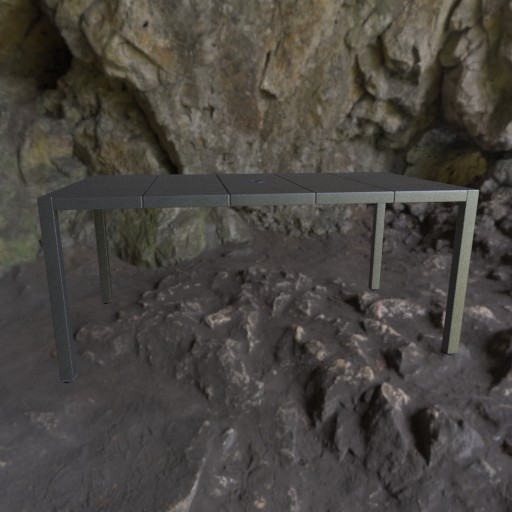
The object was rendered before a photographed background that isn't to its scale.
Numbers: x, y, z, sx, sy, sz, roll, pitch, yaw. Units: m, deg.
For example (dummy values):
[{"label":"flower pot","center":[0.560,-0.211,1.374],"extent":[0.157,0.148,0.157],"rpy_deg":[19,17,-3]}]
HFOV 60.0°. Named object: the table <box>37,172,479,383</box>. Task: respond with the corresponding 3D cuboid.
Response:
[{"label":"table","center":[0.000,0.000,2.194],"extent":[1.680,0.735,0.914],"rpy_deg":[-2,15,-8]}]
